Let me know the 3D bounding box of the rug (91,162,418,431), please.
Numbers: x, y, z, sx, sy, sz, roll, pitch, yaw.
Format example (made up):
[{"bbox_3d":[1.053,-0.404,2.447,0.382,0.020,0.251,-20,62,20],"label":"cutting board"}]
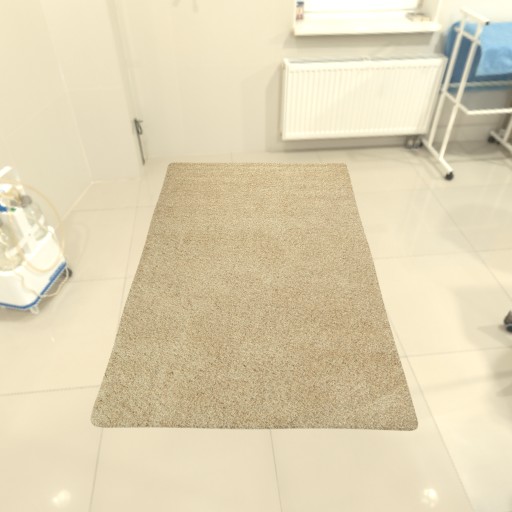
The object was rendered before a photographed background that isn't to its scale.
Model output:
[{"bbox_3d":[0.000,0.000,2.880,1.500,0.025,2.349,0,42,0],"label":"rug"}]
